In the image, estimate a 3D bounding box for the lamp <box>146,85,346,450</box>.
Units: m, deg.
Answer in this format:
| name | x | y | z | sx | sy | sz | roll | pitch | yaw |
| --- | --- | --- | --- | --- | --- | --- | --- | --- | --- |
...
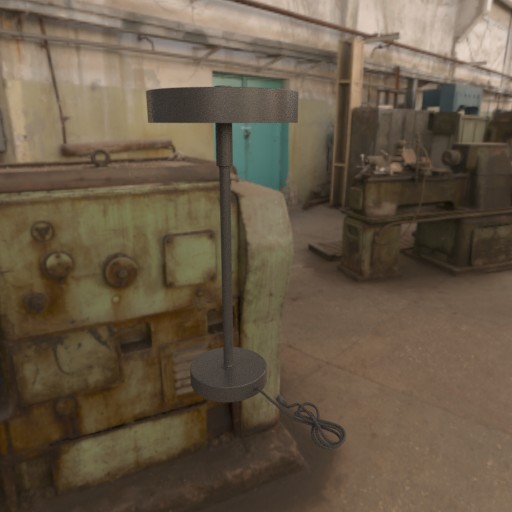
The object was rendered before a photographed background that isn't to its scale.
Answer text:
| name | x | y | z | sx | sy | sz | roll | pitch | yaw |
| --- | --- | --- | --- | --- | --- | --- | --- | --- | --- |
| lamp | 0.000 | 0.000 | 0.698 | 0.369 | 0.508 | 0.229 | 16 | 23 | 42 |
